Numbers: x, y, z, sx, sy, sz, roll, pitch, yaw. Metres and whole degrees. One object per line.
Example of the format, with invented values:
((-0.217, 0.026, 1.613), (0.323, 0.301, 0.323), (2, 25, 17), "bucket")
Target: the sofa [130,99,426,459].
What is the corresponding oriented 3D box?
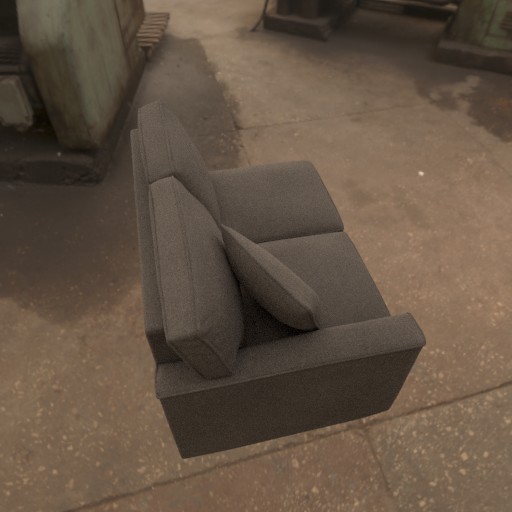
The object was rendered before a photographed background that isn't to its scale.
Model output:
((0.000, 0.000, 2.083), (0.991, 0.989, 1.388), (-10, 48, -9), "sofa")
